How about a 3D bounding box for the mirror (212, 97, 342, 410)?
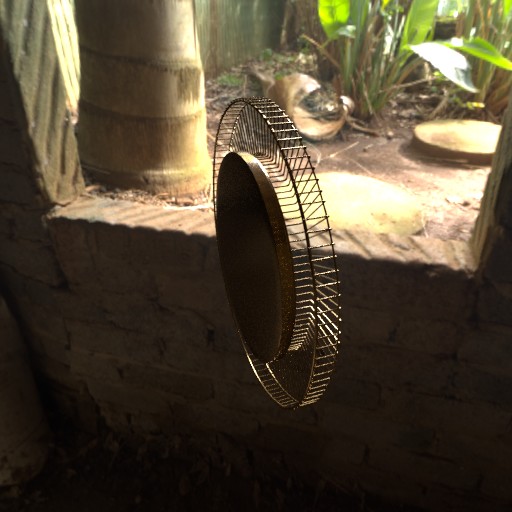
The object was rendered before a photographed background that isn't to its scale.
[{"bbox_3d":[0.000,0.000,1.044,0.067,0.703,0.703,-10,32,-16],"label":"mirror"}]
